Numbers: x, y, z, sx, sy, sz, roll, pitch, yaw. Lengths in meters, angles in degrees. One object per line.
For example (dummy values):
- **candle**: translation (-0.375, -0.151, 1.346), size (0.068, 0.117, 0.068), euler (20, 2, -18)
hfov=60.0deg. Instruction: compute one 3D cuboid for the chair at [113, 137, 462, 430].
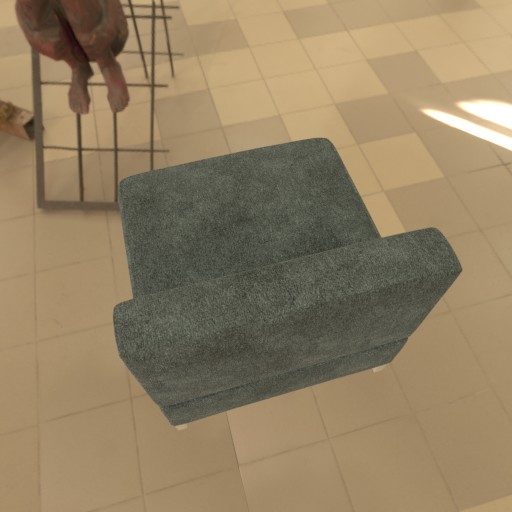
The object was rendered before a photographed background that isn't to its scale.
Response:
- **chair**: translation (0.000, 0.000, 1.237), size (0.680, 0.660, 0.680), euler (-14, 59, -8)
